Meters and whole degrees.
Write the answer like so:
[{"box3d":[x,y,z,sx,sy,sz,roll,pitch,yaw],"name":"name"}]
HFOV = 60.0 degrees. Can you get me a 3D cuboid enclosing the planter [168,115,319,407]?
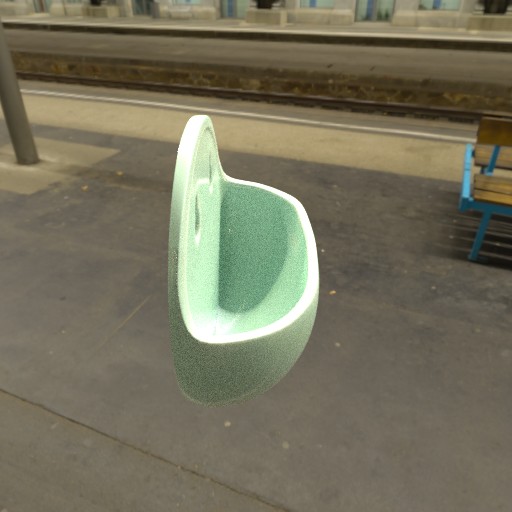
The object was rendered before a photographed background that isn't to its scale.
[{"box3d":[0.000,0.000,0.274,0.073,0.164,0.189,1,32,1],"name":"planter"}]
